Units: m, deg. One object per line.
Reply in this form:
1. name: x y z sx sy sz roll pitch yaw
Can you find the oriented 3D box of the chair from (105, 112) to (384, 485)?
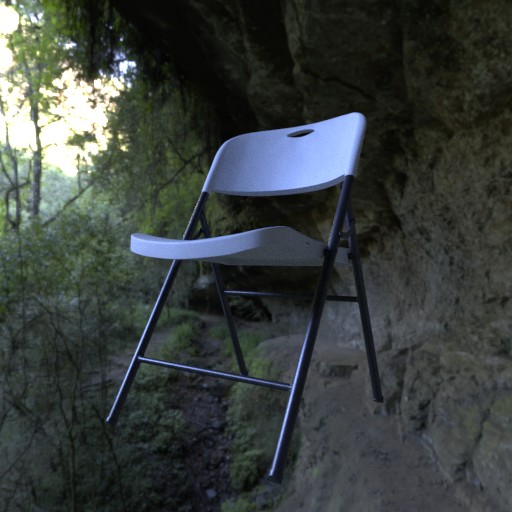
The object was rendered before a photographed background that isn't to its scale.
1. chair: 0.000 0.000 1.147 0.494 0.810 0.566 0 0 35
